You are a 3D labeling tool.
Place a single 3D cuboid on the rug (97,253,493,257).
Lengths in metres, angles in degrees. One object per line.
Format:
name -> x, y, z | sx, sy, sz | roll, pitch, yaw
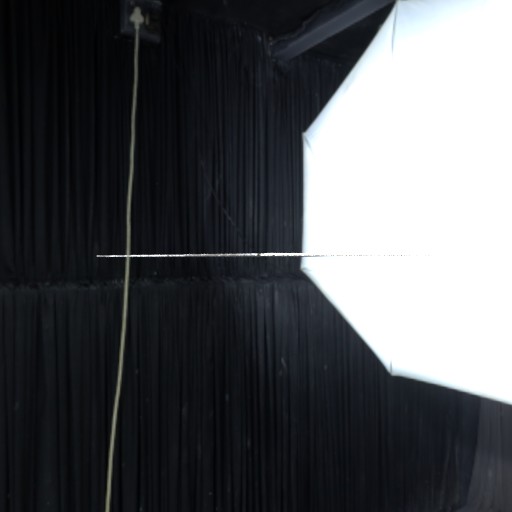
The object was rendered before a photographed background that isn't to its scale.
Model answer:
rug -> 0.000, 0.000, 3.019 | 1.529, 0.010, 2.440 | 0, 0, -34
